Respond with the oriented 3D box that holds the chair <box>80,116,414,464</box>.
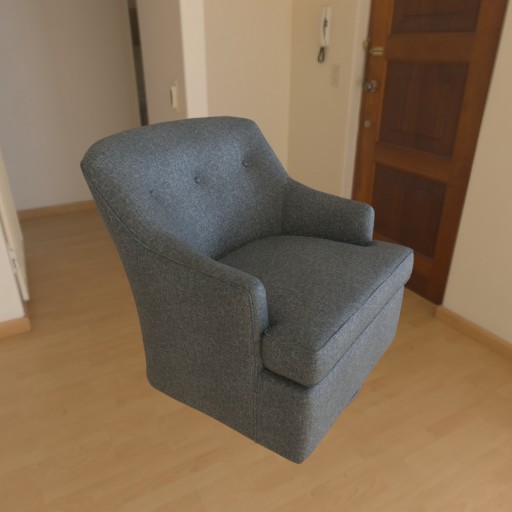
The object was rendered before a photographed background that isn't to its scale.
[{"bbox_3d":[0.000,0.000,1.587,0.923,0.856,0.864,17,30,32],"label":"chair"}]
